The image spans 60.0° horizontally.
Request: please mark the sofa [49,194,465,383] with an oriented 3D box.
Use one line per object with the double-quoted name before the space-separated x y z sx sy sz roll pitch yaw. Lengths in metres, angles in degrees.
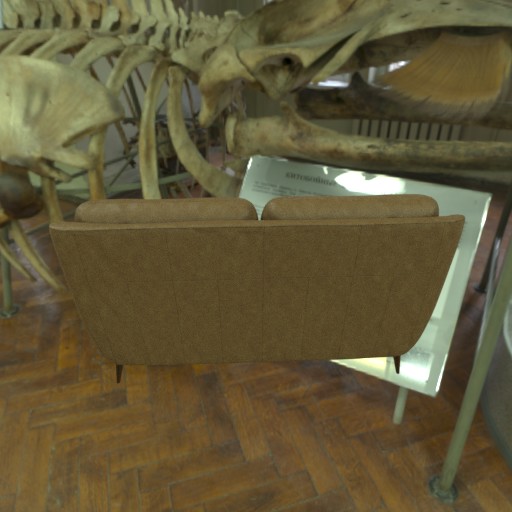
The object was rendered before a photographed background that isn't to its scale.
"sofa" 0.000 0.000 2.286 1.731 0.886 0.981 -1 29 -2
